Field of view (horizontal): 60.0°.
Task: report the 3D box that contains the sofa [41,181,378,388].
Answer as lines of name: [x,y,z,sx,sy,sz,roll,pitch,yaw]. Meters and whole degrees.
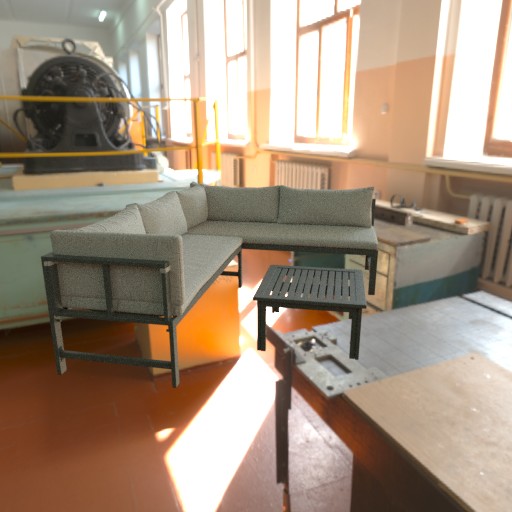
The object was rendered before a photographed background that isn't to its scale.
sofa: [0.000,0.000,2.980,1.658,0.758,2.096,3,17,11]
